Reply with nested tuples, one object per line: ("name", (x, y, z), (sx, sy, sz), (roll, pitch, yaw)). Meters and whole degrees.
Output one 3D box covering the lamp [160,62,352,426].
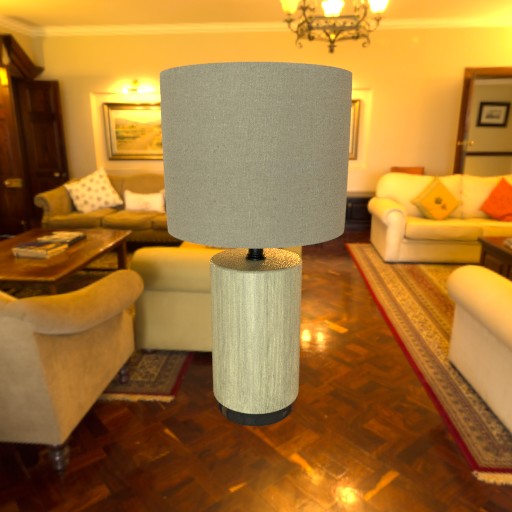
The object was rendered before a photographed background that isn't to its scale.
("lamp", (0.000, 0.000, 0.588), (0.228, 0.444, 0.228), (-15, 21, -43))
